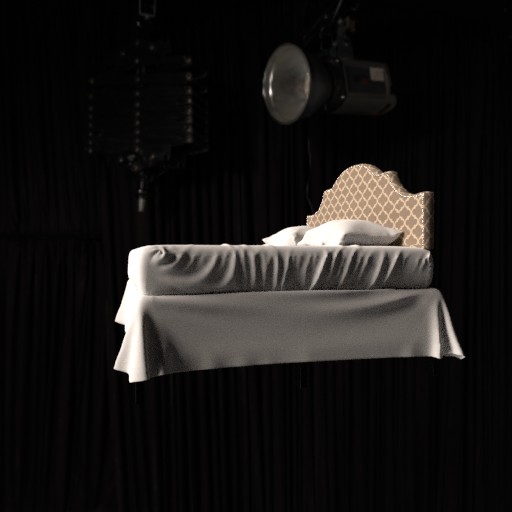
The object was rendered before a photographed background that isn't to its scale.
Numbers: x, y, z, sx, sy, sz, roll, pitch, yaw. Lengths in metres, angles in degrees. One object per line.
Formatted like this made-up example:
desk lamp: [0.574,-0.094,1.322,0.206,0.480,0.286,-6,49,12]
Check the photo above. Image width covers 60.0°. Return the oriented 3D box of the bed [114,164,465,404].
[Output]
bed: [0.000,0.000,3.651,2.222,1.601,2.314,0,0,-17]
